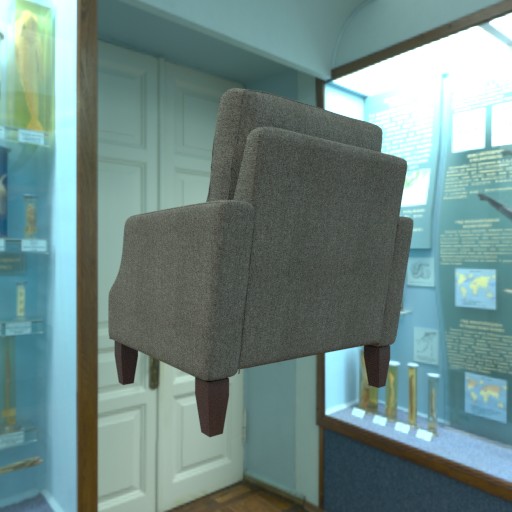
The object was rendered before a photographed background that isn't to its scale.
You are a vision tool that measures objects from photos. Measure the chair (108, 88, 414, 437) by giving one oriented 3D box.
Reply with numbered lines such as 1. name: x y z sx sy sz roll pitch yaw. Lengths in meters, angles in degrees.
1. chair: 0.000 0.000 1.688 0.855 0.993 0.897 0 0 -38
